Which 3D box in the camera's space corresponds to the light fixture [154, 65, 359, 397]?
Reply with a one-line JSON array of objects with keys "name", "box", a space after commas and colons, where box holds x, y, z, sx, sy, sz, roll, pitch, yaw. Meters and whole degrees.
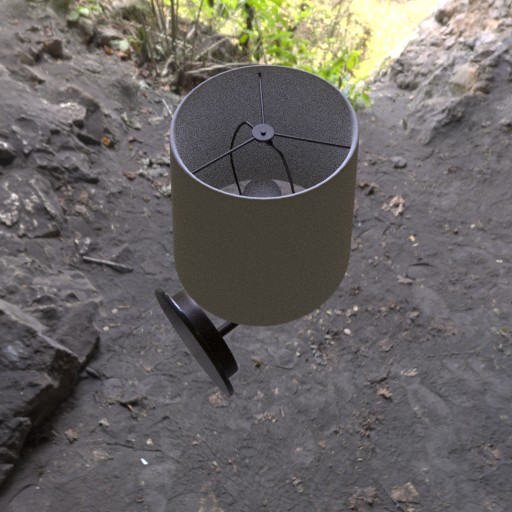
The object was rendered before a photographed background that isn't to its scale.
[{"name": "light fixture", "box": [0.000, 0.000, 0.442, 0.188, 0.337, 0.168, -35, 66, -18]}]
